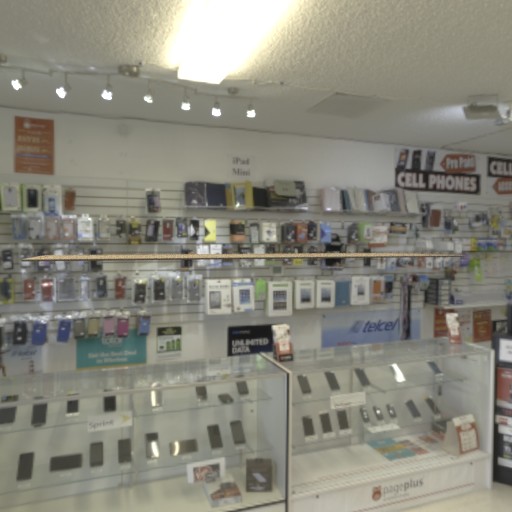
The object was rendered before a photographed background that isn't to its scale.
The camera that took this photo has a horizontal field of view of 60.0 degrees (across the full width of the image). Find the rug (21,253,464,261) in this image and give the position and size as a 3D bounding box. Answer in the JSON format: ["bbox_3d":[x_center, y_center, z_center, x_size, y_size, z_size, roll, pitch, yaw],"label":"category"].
[{"bbox_3d":[0.000,0.000,2.704,2.448,0.012,0.769,0,2,-18],"label":"rug"}]
